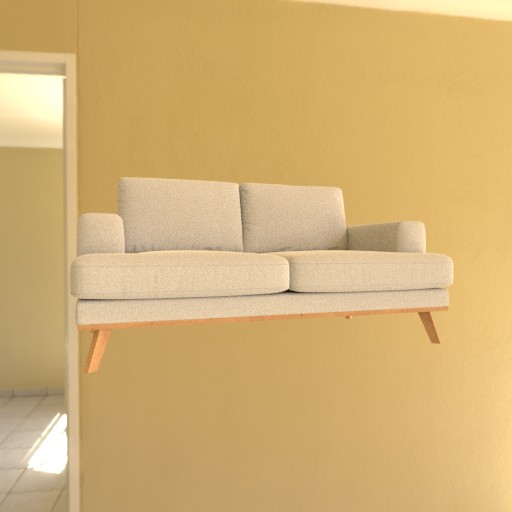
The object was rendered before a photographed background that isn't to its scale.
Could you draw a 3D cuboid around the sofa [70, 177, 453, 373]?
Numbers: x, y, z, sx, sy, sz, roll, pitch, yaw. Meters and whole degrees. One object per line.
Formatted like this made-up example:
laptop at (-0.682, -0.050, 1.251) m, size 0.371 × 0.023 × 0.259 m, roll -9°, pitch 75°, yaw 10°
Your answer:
sofa at (0.000, 0.000, 2.198) m, size 1.651 × 0.810 × 0.915 m, roll 0°, pitch 1°, yaw -19°
